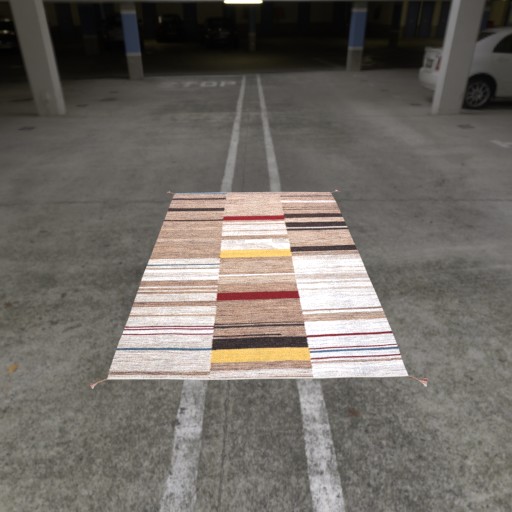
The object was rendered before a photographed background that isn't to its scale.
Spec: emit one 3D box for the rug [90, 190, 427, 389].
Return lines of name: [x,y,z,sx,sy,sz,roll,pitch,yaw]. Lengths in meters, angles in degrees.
rug: [0.000,0.000,2.445,1.268,0.007,1.918,0,30,-1]
